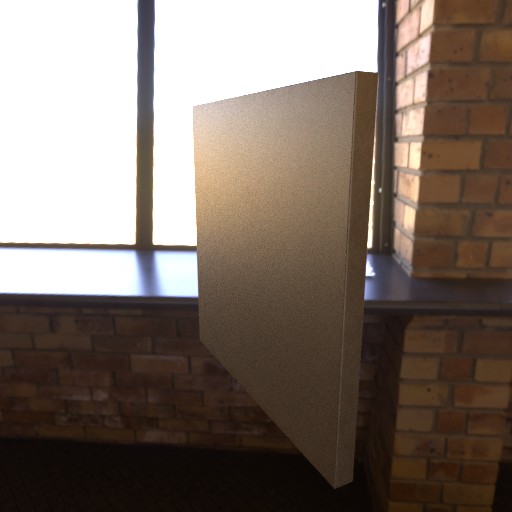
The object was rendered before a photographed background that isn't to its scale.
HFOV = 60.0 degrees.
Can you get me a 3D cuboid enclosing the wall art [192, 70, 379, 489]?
[{"bbox_3d":[0.000,0.000,0.734,0.030,0.506,0.503,-7,16,-26],"label":"wall art"}]
